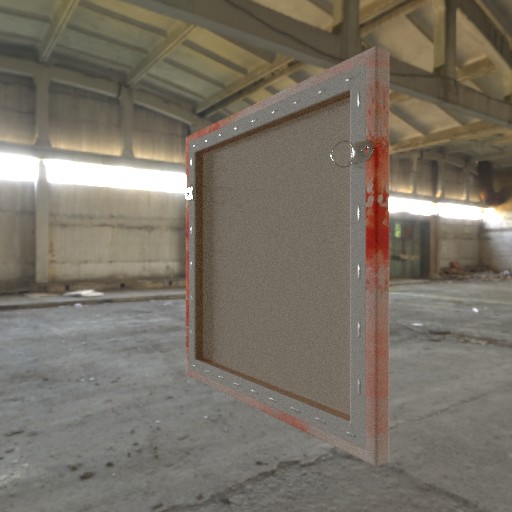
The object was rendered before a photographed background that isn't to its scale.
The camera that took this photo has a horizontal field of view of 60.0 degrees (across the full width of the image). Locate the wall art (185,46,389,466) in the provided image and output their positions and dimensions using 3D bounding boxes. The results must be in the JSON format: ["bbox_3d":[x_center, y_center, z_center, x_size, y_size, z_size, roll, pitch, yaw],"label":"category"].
[{"bbox_3d":[0.000,0.000,1.089,0.064,0.746,0.747,0,0,-35],"label":"wall art"}]
